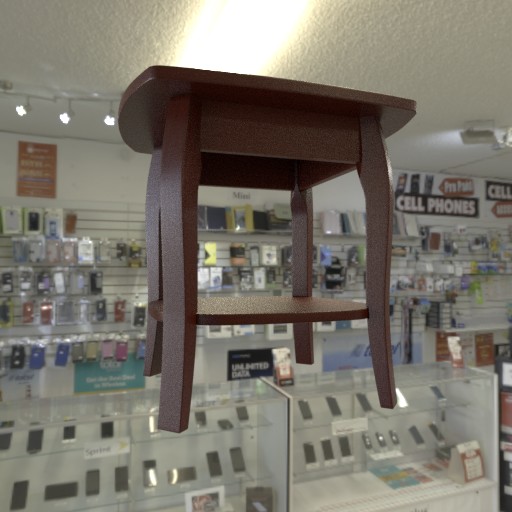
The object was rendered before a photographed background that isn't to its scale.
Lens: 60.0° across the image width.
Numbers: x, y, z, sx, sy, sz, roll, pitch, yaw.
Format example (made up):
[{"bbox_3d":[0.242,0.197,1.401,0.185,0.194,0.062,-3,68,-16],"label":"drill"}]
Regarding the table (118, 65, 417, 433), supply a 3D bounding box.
[{"bbox_3d":[0.000,0.000,0.838,0.502,0.496,0.433,0,-2,-18],"label":"table"}]
